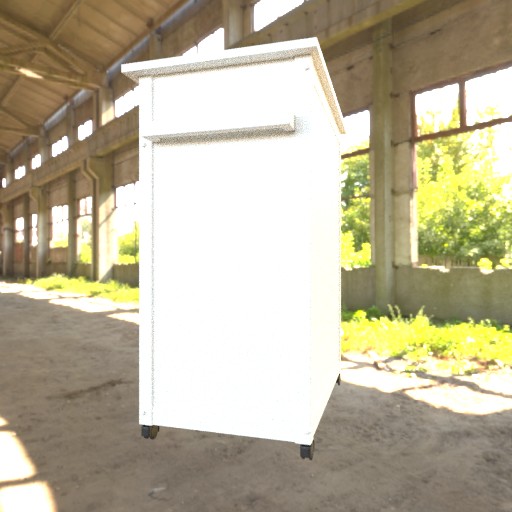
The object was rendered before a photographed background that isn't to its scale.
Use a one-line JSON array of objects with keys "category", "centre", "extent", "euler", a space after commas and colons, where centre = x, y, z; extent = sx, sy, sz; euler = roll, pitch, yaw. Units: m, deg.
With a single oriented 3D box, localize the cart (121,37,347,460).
[{"category": "cart", "centre": [0.000, 0.000, 1.246], "extent": [0.442, 0.864, 0.683], "euler": [0, 0, 17]}]
